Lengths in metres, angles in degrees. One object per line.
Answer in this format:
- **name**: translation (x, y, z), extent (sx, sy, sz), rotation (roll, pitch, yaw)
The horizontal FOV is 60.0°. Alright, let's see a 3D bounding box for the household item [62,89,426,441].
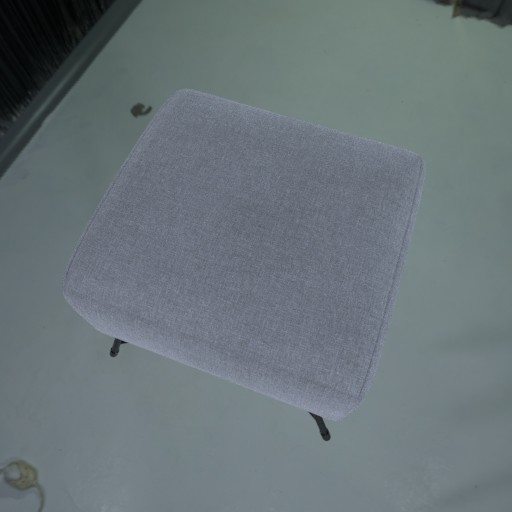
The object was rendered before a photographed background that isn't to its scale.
- **household item**: translation (0.000, 0.000, 0.905), extent (0.530, 0.410, 0.530), rotation (19, 66, 9)
